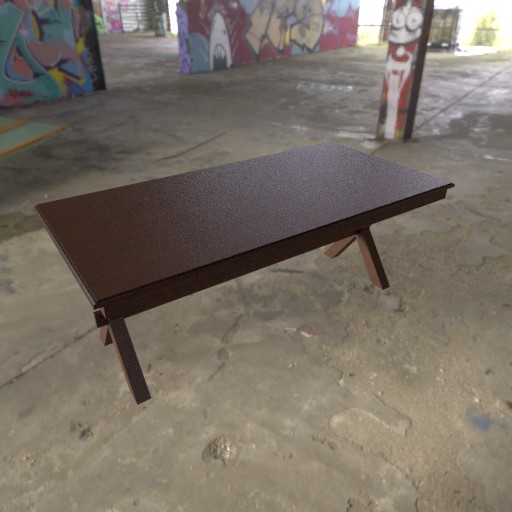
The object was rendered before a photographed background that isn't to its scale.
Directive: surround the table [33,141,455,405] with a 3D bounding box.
[{"bbox_3d":[0.000,0.000,1.507,1.197,0.459,0.594,-19,35,-29],"label":"table"}]
